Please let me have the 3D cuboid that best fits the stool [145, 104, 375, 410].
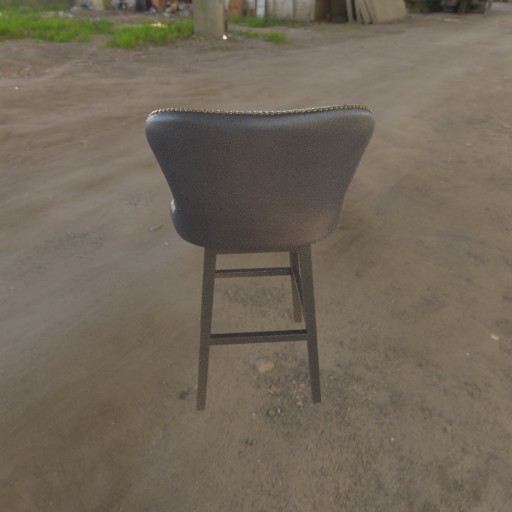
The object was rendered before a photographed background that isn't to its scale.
[{"bbox_3d":[0.000,0.000,1.415,0.528,1.050,0.601,-2,32,-4],"label":"stool"}]
